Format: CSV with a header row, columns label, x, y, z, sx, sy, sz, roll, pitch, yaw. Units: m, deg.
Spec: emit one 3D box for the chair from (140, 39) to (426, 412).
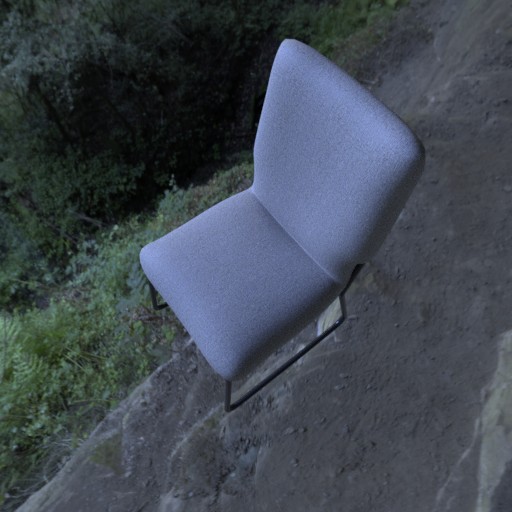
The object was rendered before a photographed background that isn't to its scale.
label,x,y,z,sx,sy,sz,roll,pitch,yaw
chair,0.000,0.000,1.165,0.560,0.864,0.448,-34,68,-16
